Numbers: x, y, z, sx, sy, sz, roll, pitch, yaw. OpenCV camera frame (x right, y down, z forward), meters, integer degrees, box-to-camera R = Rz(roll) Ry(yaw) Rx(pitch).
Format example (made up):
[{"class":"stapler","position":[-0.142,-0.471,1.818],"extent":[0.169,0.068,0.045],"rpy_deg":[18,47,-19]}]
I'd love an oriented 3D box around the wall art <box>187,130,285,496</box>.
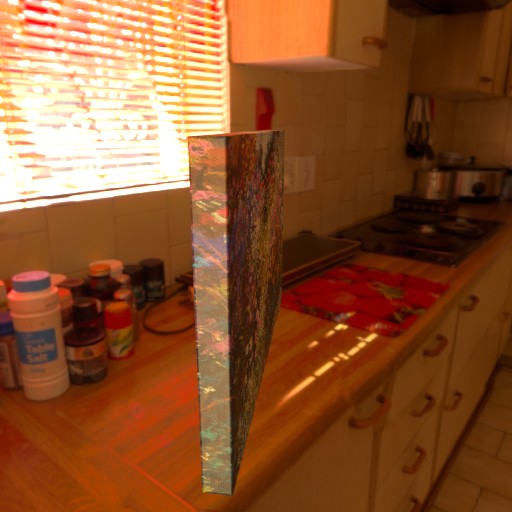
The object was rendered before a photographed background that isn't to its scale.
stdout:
[{"class":"wall art","position":[0.000,0.000,0.753],"extent":[0.037,0.406,0.610],"rpy_deg":[2,17,8]}]
